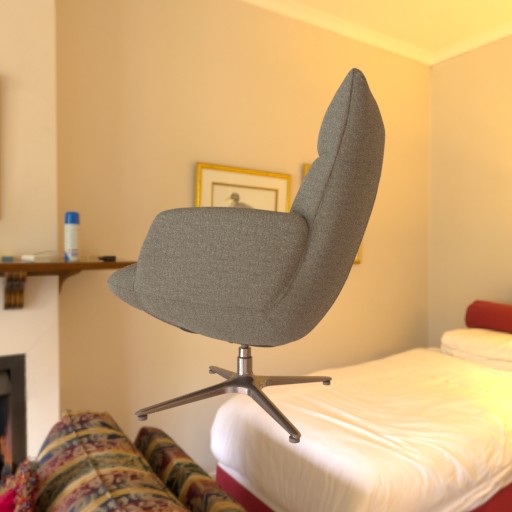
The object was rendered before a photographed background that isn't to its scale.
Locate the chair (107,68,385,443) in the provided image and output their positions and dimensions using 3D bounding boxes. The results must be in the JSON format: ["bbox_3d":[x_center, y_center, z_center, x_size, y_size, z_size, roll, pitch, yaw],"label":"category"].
[{"bbox_3d":[0.000,0.000,1.493,0.831,0.984,0.702,0,1,19],"label":"chair"}]
